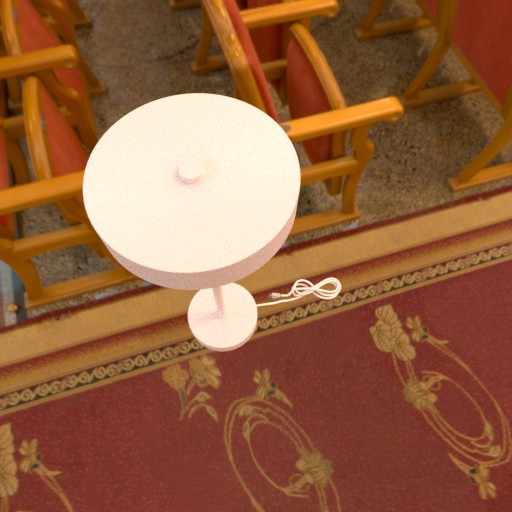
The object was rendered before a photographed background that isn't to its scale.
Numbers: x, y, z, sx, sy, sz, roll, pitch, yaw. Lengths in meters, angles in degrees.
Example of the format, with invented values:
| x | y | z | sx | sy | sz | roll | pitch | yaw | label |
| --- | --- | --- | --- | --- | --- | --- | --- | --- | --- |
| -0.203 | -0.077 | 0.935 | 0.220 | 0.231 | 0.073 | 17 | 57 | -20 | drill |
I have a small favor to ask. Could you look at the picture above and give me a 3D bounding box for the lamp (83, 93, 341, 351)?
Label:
| x | y | z | sx | sy | sz | roll | pitch | yaw | label |
| --- | --- | --- | --- | --- | --- | --- | --- | --- | --- |
| 0.000 | 0.000 | 0.698 | 0.369 | 0.508 | 0.229 | -16 | 65 | -7 | lamp |
